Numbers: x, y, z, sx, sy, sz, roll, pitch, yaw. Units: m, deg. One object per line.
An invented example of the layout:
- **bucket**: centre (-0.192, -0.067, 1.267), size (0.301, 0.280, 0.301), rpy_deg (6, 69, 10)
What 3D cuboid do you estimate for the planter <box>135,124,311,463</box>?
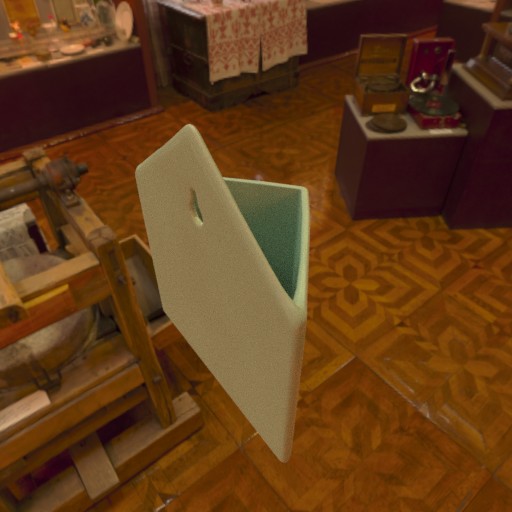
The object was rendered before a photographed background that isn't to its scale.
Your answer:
- **planter**: centre (0.000, 0.000, 0.281), size (0.079, 0.197, 0.164), rpy_deg (-26, 48, -26)
